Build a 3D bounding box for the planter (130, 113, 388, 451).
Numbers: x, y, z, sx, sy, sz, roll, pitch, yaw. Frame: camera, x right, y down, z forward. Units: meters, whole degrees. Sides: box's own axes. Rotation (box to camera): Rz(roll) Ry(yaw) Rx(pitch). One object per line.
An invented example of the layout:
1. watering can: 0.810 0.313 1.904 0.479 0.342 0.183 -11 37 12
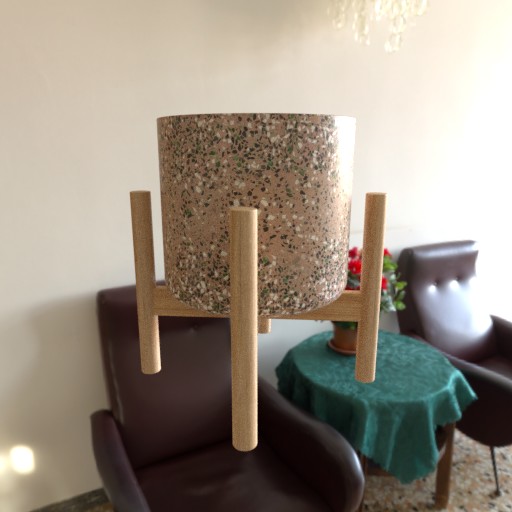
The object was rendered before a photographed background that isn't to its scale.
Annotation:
1. planter: 0.000 0.000 0.545 0.284 0.320 0.284 7 16 26
